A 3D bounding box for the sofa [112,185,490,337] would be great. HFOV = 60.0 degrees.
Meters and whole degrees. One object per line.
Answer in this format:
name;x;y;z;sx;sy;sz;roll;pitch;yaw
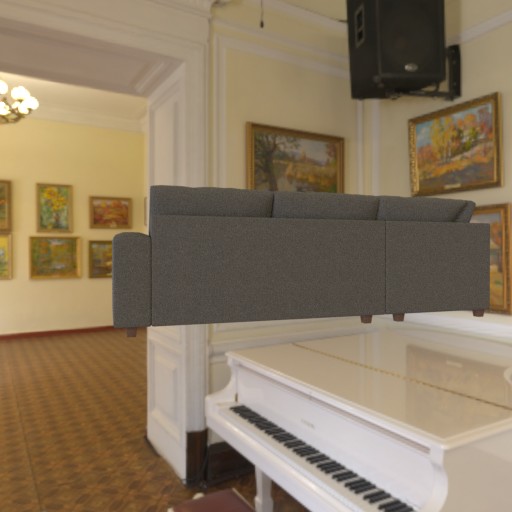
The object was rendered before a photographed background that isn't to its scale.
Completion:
sofa;0.000;0.000;4.669;2.895;0.965;3.277;0;1;-18
